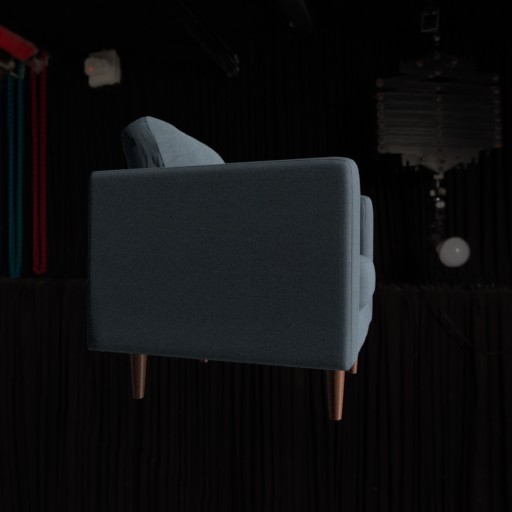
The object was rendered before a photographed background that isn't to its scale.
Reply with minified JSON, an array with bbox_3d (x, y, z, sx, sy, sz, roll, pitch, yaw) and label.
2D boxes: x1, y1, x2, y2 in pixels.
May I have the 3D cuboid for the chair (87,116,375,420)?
[{"bbox_3d":[0.000,0.000,1.602,0.820,0.922,0.855,0,0,17],"label":"chair"}]
